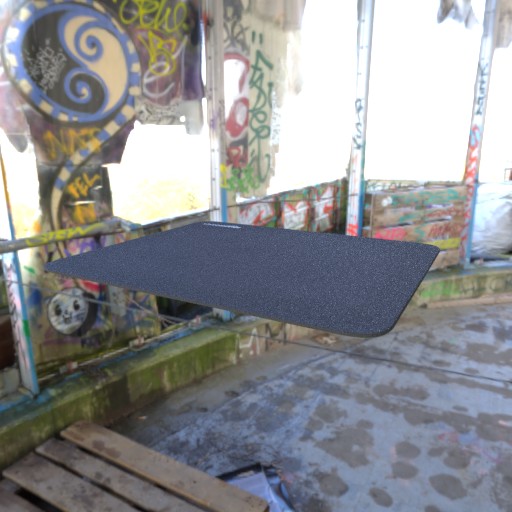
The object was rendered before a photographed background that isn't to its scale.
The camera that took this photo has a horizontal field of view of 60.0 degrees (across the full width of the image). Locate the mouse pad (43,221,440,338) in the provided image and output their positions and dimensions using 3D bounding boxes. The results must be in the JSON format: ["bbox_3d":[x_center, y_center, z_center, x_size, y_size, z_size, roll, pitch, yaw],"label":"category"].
[{"bbox_3d":[0.000,0.000,0.348,0.249,0.002,0.211,8,17,28],"label":"mouse pad"}]
